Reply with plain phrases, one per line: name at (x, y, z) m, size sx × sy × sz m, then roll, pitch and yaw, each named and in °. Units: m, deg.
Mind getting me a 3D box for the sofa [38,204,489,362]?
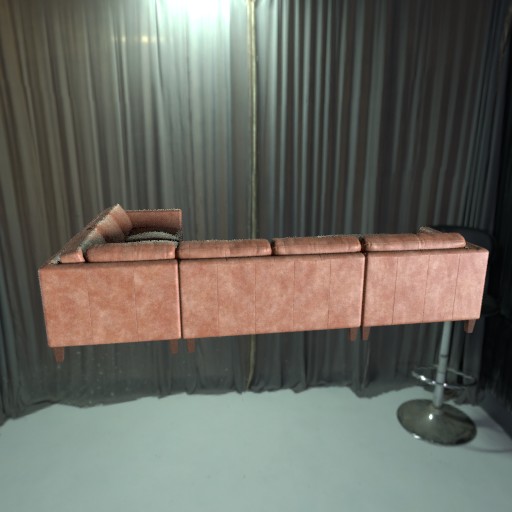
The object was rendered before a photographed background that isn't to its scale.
sofa at (0.000, 0.000, 4.508) m, size 3.401 × 0.832 × 2.430 m, roll -2°, pitch 15°, yaw -8°
